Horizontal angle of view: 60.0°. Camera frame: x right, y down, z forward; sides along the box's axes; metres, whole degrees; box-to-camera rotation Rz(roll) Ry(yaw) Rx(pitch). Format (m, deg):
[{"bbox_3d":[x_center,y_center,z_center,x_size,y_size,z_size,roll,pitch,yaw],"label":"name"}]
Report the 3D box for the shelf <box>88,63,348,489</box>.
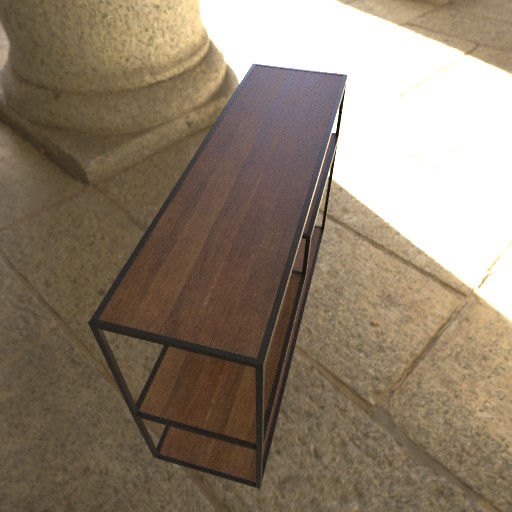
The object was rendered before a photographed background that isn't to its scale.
[{"bbox_3d":[0.000,0.000,1.507,0.361,0.765,1.201,11,48,10],"label":"shelf"}]
